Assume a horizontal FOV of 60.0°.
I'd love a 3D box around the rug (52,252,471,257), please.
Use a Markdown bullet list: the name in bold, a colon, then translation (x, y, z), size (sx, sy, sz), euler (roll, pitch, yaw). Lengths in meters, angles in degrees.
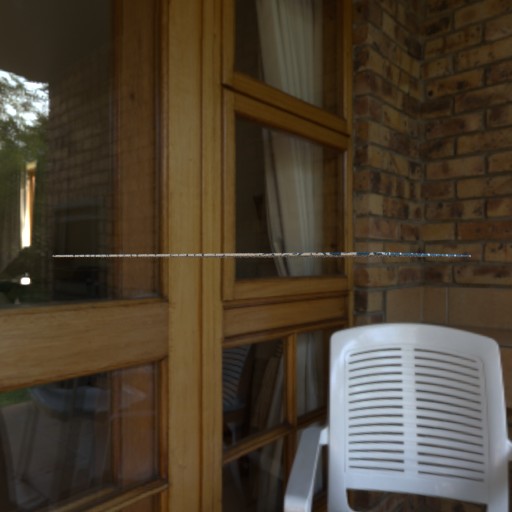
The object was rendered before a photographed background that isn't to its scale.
- **rug**: translation (0.000, 0.000, 2.319), size (1.828, 0.007, 1.220), euler (0, -1, 37)
